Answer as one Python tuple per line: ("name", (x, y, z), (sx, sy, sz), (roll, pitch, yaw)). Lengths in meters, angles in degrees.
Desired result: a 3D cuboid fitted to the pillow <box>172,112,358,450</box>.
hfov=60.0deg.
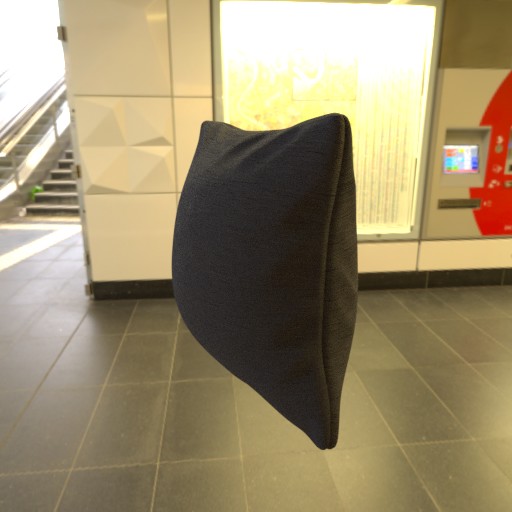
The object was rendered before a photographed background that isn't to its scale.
("pillow", (0.000, 0.000, 0.692), (0.246, 0.414, 0.432), (-8, 18, -25))
